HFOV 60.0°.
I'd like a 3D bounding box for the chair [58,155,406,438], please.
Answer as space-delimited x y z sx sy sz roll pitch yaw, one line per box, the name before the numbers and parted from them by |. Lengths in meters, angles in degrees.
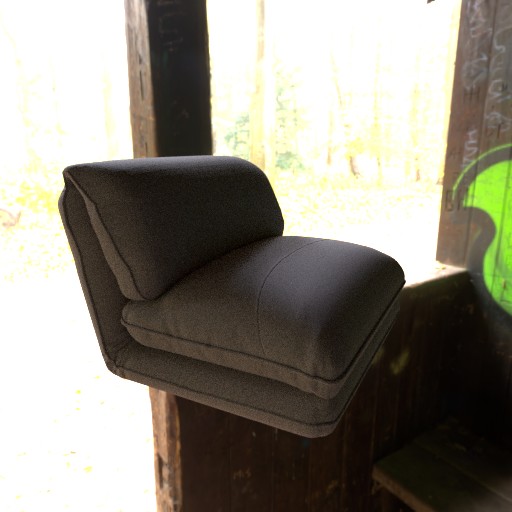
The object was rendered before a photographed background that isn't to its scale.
chair | 0.000 0.000 1.339 0.780 0.580 0.820 7 16 27
